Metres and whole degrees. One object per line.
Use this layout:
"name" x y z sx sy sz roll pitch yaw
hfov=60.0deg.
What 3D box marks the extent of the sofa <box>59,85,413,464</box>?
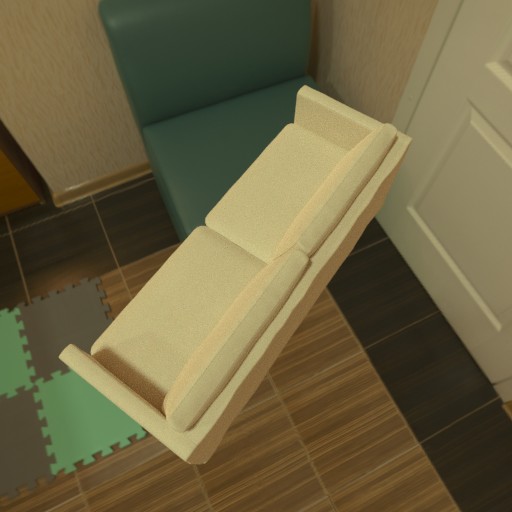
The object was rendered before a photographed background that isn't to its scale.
"sofa" 0.000 0.000 3.311 1.036 0.999 2.779 32 68 15
